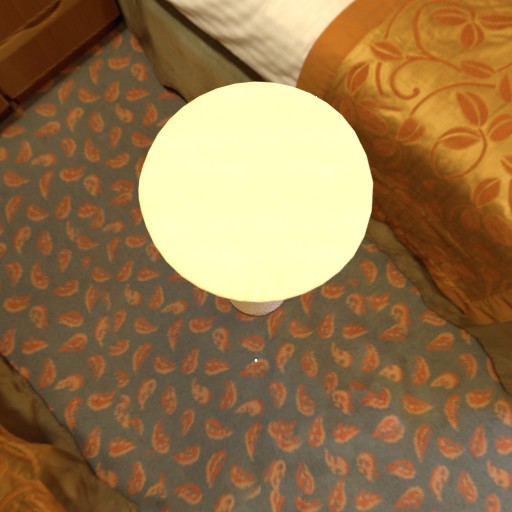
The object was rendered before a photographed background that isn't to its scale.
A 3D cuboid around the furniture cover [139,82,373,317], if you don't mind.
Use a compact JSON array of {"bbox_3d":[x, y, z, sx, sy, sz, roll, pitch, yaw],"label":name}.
[{"bbox_3d":[0.000,0.000,2.891,0.914,2.413,0.914,-2,77,0],"label":"furniture cover"}]
